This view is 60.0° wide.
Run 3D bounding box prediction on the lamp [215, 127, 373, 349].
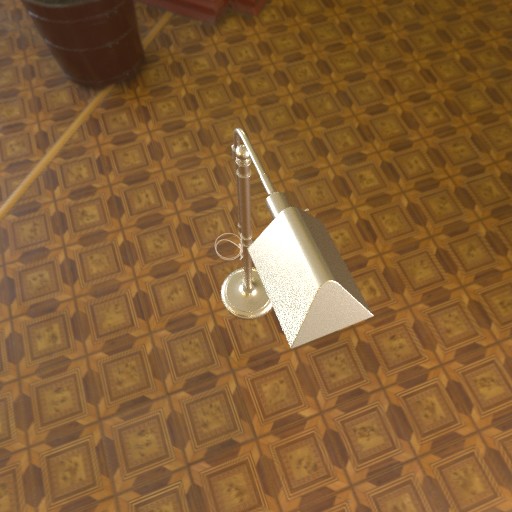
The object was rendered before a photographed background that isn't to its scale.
[{"bbox_3d":[0.000,0.000,0.944,0.159,0.708,0.546,-19,65,-9],"label":"lamp"}]
